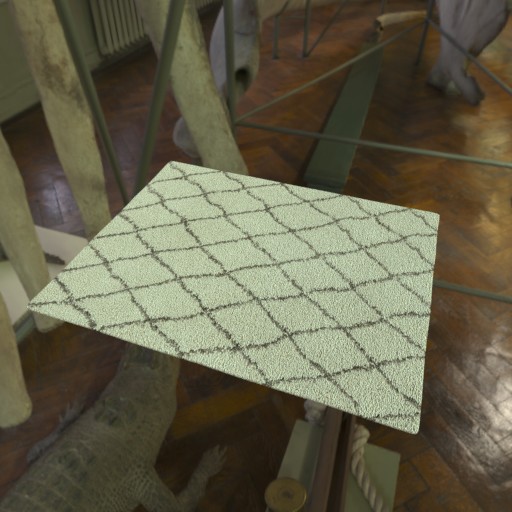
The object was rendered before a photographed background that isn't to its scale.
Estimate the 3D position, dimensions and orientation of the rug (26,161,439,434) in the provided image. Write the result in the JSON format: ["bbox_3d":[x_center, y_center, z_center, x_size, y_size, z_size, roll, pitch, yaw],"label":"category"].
[{"bbox_3d":[0.000,0.000,4.004,3.047,0.029,2.438,14,44,15],"label":"rug"}]
